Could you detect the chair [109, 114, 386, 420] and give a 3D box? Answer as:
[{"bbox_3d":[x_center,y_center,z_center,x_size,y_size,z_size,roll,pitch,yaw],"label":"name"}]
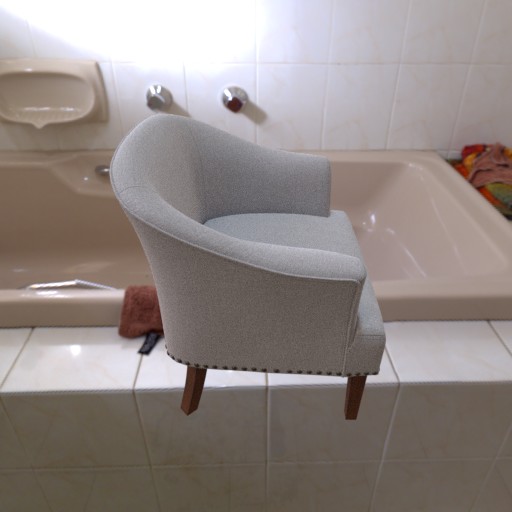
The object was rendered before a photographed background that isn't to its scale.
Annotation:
[{"bbox_3d":[0.000,0.000,1.435,0.704,0.815,0.798,1,33,1],"label":"chair"}]
